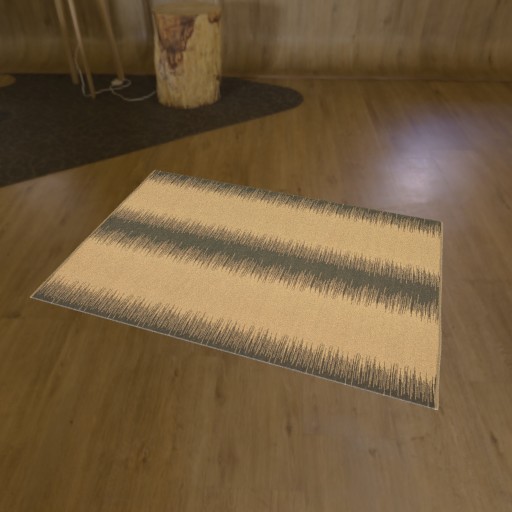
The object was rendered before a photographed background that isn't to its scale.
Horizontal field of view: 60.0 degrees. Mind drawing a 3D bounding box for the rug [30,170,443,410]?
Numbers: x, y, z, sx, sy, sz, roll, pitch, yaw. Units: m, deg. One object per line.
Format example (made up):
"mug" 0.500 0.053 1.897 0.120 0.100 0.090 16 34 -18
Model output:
"rug" 0.000 0.000 2.315 1.854 0.006 1.234 12 43 14
